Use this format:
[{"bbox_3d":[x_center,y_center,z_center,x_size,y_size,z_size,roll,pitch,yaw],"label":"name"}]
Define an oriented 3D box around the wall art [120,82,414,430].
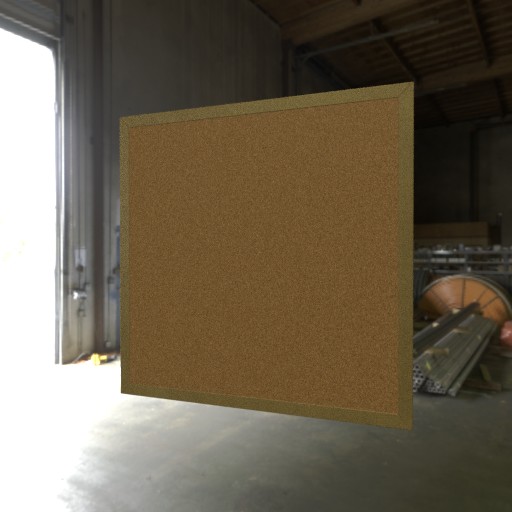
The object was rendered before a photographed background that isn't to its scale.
[{"bbox_3d":[0.000,0.000,0.456,0.305,0.305,0.038,0,0,19],"label":"wall art"}]
